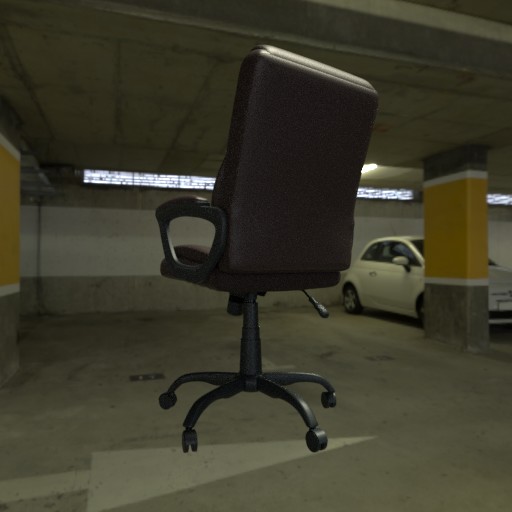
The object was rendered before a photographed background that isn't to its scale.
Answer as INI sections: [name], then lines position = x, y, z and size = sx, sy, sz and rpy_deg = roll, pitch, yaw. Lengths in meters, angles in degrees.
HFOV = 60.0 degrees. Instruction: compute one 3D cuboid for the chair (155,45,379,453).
[chair]
position = 0.000, 0.000, 1.448
size = 0.615, 1.072, 0.655
rpy_deg = 0, -1, -36
